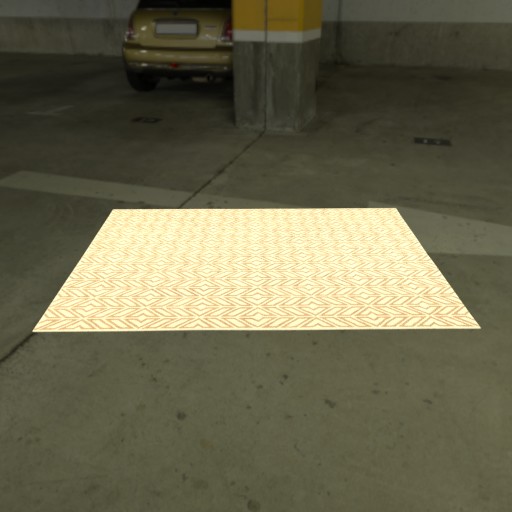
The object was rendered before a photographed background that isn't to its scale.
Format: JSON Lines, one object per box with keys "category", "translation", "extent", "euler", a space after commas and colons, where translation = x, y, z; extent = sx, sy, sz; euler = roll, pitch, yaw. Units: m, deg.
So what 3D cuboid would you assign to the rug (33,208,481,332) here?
{"category": "rug", "translation": [0.000, 0.000, 2.335], "extent": [1.828, 0.007, 1.220], "euler": [0, 30, -1]}
